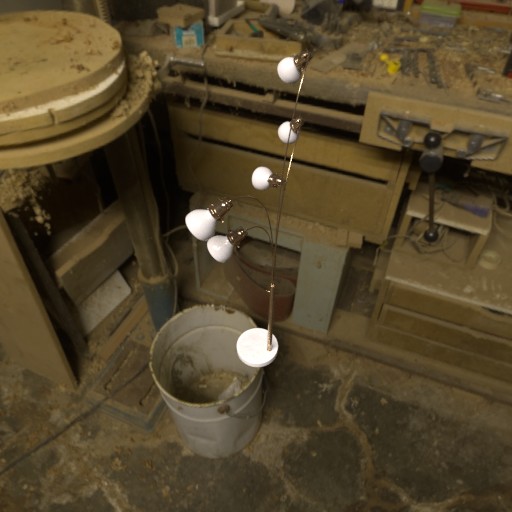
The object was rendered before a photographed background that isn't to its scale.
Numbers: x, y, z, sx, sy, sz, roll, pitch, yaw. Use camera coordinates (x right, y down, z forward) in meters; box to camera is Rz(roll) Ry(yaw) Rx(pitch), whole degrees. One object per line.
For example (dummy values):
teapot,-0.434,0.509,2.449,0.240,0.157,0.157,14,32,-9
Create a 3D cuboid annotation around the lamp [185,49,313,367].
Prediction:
lamp,0.000,0.000,3.007,0.361,2.423,1.405,18,49,16
